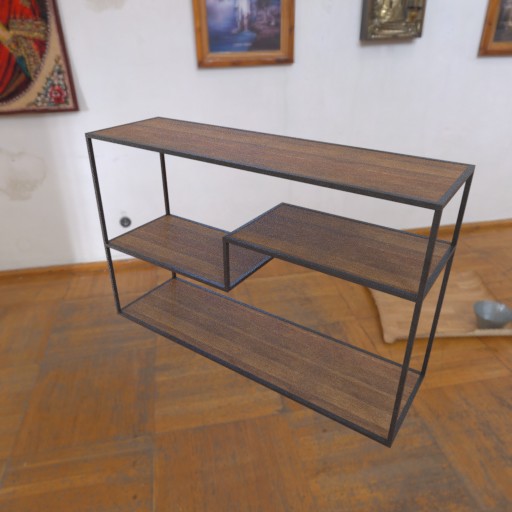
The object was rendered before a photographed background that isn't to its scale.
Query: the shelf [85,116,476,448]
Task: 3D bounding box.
[{"bbox_3d":[0.000,0.000,1.552,1.201,0.765,0.361,18,33,30],"label":"shelf"}]
